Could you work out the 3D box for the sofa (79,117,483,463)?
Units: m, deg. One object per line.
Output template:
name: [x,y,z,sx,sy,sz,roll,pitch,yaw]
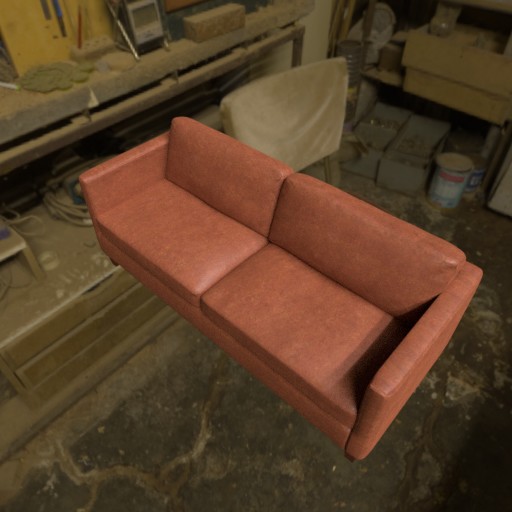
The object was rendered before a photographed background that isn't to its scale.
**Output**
sofa: [0.000,0.000,2.647,2.204,0.932,0.950,33,53,29]
